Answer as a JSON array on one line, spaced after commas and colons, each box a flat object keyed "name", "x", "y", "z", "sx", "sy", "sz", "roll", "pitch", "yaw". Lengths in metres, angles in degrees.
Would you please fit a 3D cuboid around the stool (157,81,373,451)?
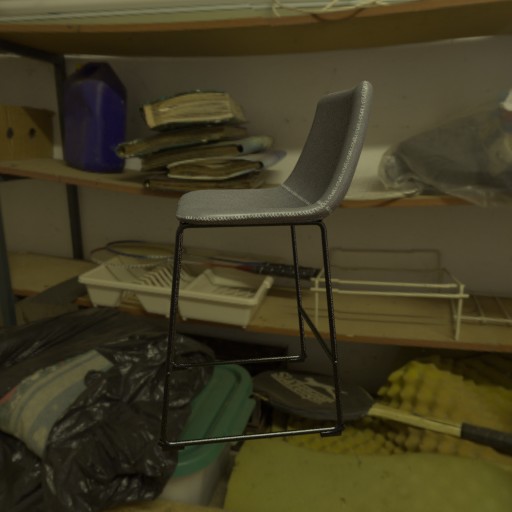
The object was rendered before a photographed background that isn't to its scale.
[{"name": "stool", "x": 0.000, "y": 0.000, "z": 1.217, "sx": 0.546, "sy": 0.876, "sz": 0.470, "roll": -2, "pitch": 14, "yaw": -7}]
